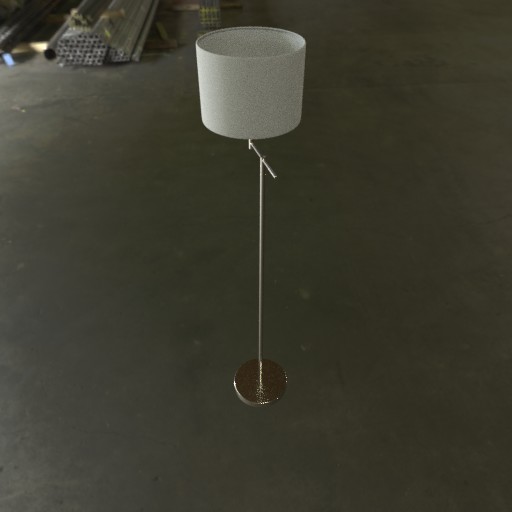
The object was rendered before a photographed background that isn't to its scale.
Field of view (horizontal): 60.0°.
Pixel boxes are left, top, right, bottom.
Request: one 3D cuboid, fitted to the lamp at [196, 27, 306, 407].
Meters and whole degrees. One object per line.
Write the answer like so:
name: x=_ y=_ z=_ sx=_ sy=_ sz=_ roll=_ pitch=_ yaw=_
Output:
lamp: x=0.000 y=0.000 z=1.796 sx=0.324 sy=1.600 sz=0.416 roll=-13 pitch=42 yaw=-14
